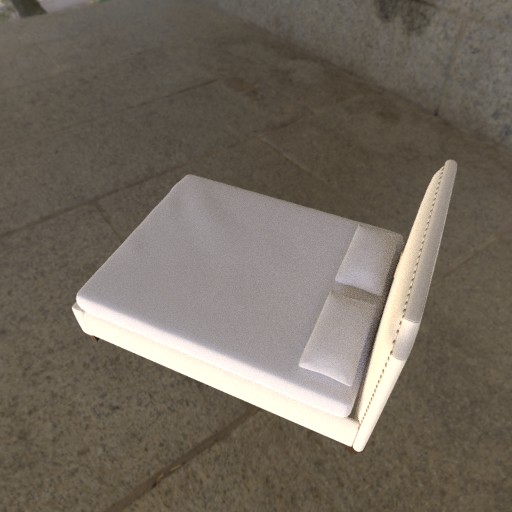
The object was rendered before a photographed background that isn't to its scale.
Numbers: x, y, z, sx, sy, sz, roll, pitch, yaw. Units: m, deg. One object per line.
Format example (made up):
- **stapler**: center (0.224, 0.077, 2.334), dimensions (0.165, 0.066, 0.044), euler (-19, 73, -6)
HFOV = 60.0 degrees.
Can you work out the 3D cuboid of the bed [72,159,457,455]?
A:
- **bed**: center (0.000, 0.000, 3.380), dimensions (2.372, 1.497, 1.712), euler (18, 49, 16)
